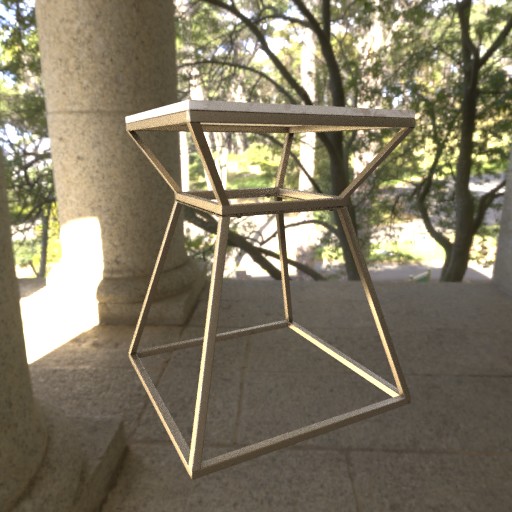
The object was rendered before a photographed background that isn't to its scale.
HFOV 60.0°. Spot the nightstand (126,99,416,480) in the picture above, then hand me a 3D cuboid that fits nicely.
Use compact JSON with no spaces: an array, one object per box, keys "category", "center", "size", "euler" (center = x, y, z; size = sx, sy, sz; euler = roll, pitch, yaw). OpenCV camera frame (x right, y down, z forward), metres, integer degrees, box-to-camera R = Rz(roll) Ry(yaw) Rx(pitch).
[{"category":"nightstand","center":[0.000,0.000,0.906],"size":[0.455,0.554,0.455],"euler":[-7,16,-26]}]
